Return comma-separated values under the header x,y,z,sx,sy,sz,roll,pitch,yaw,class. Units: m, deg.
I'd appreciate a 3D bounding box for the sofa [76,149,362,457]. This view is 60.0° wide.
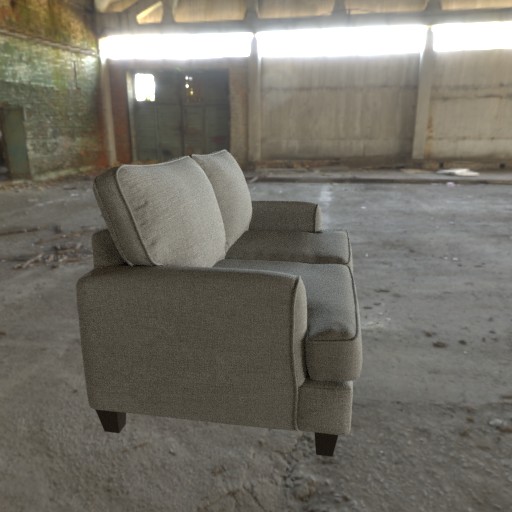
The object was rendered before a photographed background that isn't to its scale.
x,y,z,sx,sy,sz,roll,pitch,yaw,class
0.000,0.000,2.167,0.965,0.965,1.651,3,16,10,sofa
